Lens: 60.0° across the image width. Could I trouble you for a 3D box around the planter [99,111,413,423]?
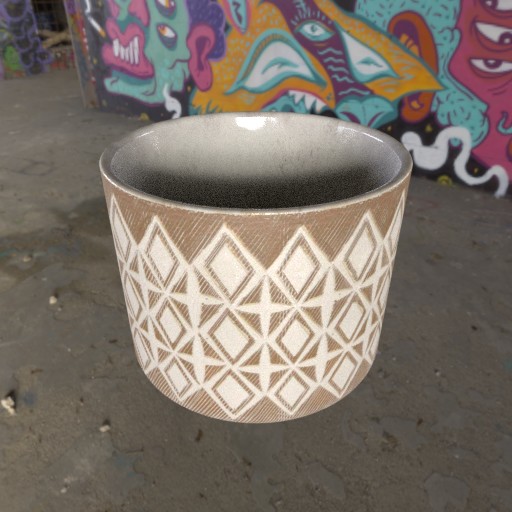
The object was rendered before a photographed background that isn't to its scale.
[{"bbox_3d":[0.000,0.000,0.328,0.193,0.165,0.193,0,31,0],"label":"planter"}]
